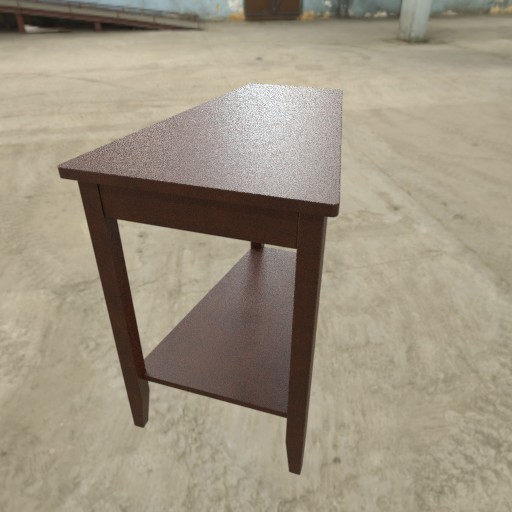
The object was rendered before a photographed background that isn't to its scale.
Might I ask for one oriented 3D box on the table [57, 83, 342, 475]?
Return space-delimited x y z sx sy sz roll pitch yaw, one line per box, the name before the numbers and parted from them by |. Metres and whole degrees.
table | 0.000 0.000 0.972 0.399 0.589 0.605 10 34 15
